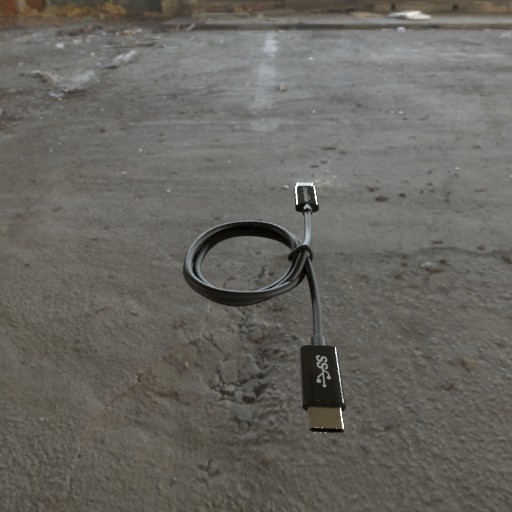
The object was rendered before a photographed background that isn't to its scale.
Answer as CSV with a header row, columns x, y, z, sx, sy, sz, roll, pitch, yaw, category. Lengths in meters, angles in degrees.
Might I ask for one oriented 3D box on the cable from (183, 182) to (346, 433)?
x,y,z,sx,sy,sz,roll,pitch,yaw,category
0.000,0.000,0.215,0.070,0.014,0.186,1,33,2,cable
